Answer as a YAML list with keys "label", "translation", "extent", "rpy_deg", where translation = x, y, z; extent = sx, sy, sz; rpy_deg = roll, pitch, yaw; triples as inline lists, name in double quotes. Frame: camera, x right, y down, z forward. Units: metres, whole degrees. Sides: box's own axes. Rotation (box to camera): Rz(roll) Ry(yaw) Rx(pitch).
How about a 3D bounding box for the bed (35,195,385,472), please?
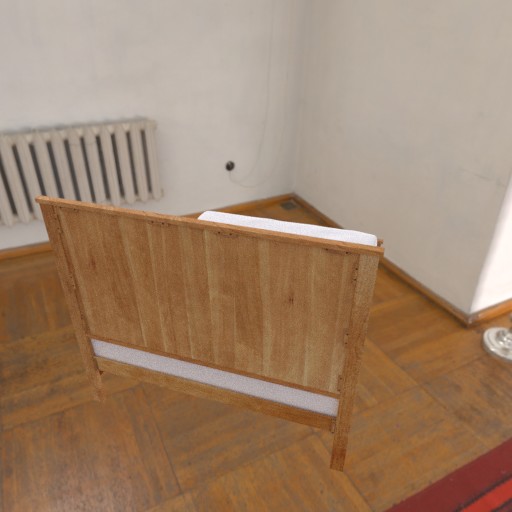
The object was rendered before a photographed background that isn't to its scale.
- label: "bed"
  translation: [0.000, 0.000, 4.137]
  extent: [2.225, 1.938, 2.530]
  rpy_deg: [10, 33, 15]
